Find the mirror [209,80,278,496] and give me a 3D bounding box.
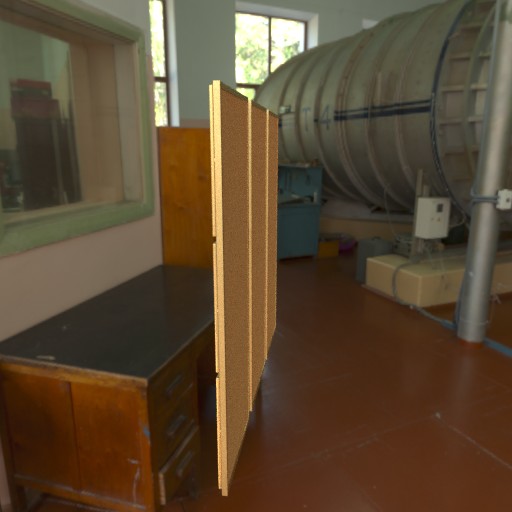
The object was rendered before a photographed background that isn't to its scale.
[{"bbox_3d":[0.000,0.000,1.428,0.023,0.926,1.011,2,14,9],"label":"mirror"}]
